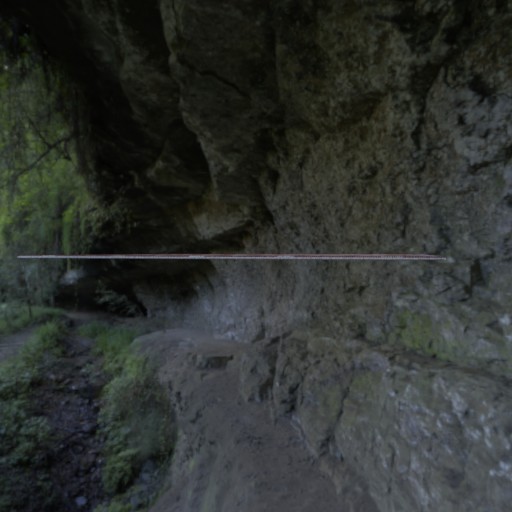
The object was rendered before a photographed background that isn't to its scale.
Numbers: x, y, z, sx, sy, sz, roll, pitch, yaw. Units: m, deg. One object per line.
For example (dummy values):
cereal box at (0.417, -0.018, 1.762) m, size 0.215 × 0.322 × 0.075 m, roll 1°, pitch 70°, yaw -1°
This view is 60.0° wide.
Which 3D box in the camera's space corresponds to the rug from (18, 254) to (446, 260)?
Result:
rug at (0.000, 0.000, 4.088) m, size 3.049 × 0.021 × 2.466 m, roll 0°, pitch 0°, yaw 19°
